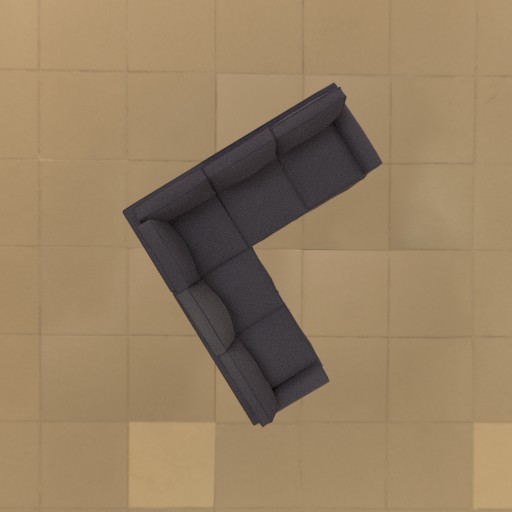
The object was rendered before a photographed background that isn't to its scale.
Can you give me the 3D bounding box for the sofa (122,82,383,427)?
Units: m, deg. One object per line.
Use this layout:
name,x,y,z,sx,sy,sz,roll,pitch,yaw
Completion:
sofa,0.000,0.000,5.092,2.874,1.169,3.773,0,91,-1
